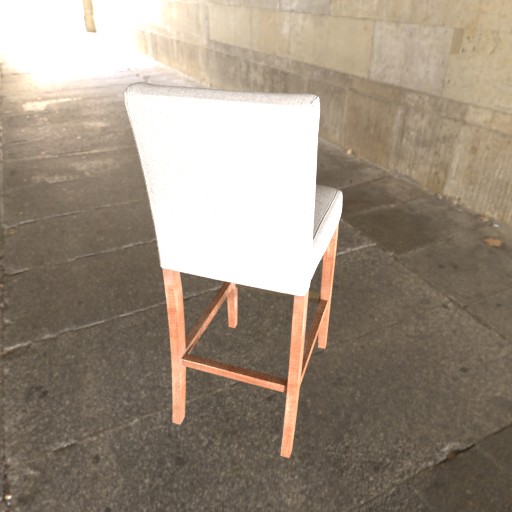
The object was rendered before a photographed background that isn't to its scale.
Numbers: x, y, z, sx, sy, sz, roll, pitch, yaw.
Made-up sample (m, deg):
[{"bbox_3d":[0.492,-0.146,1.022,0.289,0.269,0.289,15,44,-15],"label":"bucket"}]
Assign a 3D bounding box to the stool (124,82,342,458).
[{"bbox_3d":[0.000,0.000,1.382,0.439,1.088,0.570,10,33,16],"label":"stool"}]
